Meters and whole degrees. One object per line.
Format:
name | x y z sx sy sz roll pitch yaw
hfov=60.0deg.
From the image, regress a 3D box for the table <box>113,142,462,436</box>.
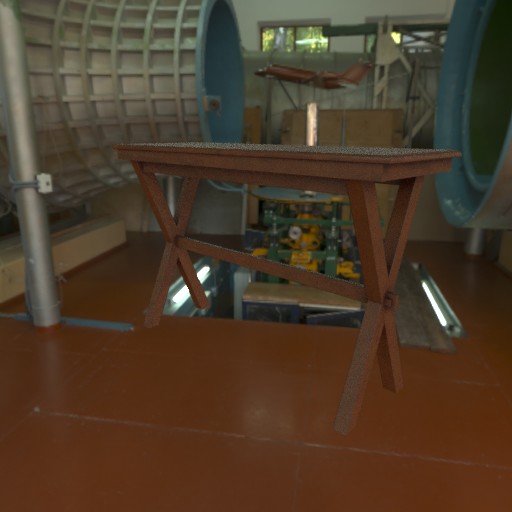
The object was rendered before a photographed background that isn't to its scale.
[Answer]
table | 0.000 0.000 1.590 1.197 0.763 0.399 15 22 42
